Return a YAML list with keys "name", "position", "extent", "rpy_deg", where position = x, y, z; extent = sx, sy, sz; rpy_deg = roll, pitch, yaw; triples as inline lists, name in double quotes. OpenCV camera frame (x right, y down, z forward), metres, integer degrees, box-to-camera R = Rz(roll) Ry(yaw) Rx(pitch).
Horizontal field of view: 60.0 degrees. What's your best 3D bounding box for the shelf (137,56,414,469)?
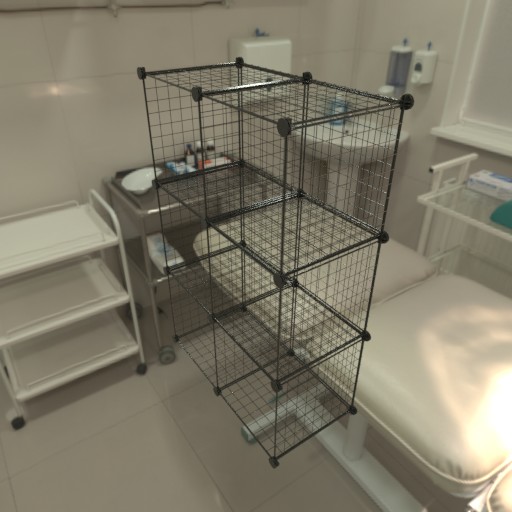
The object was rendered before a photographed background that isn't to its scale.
- name: "shelf"
  position: [0.000, 0.000, 1.414]
  extent: [0.356, 1.067, 0.711]
  rpy_deg: [-20, 37, -29]
